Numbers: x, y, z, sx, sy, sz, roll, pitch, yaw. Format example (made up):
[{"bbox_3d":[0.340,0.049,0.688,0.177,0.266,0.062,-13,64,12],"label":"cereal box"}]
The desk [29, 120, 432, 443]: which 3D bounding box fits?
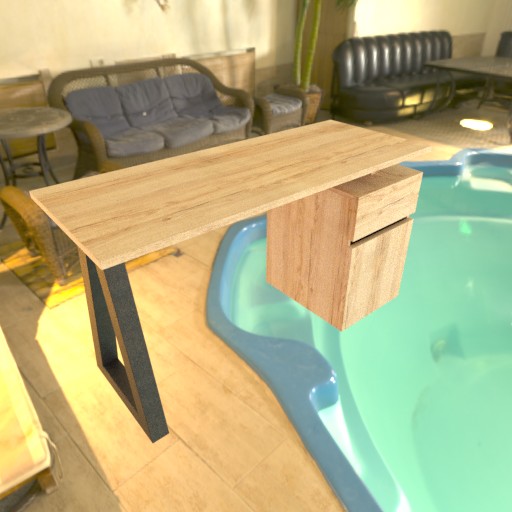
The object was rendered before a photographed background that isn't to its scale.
[{"bbox_3d":[0.000,0.000,1.793,1.400,0.760,0.550,-23,38,-33],"label":"desk"}]
